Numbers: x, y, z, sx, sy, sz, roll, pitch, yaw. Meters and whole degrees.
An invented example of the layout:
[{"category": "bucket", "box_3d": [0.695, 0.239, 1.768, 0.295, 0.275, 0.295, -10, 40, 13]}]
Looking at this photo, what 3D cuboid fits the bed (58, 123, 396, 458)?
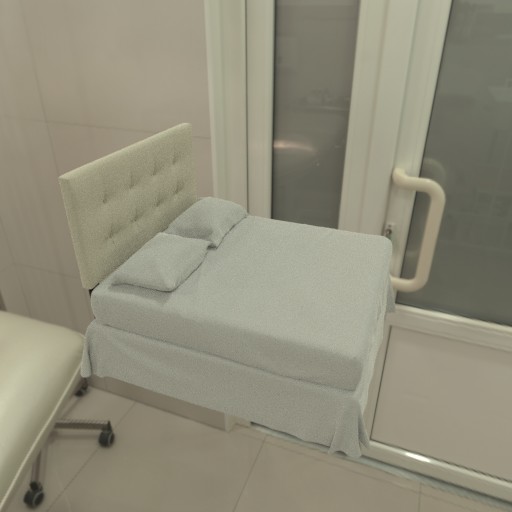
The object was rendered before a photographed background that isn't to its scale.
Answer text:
[{"category": "bed", "box_3d": [0.000, 0.000, 3.493, 2.222, 1.577, 1.936, 11, 31, 18]}]
